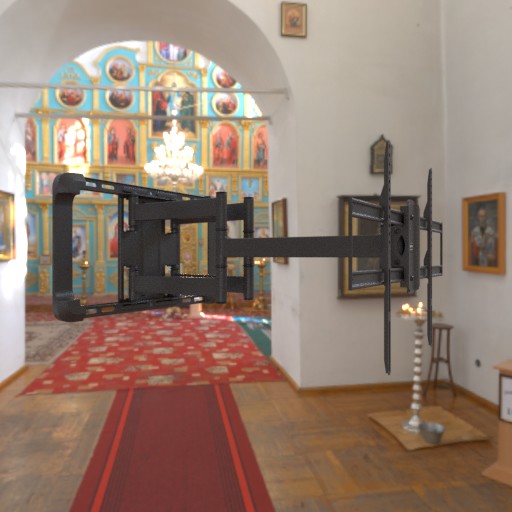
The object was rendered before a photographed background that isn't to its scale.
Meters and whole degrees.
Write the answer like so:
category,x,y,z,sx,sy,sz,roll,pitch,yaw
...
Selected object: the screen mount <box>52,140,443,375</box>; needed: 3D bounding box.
category,x,y,z,sx,sy,sz,roll,pitch,yaw
screen mount,0.000,0.000,1.296,0.905,0.483,0.725,0,0,35
